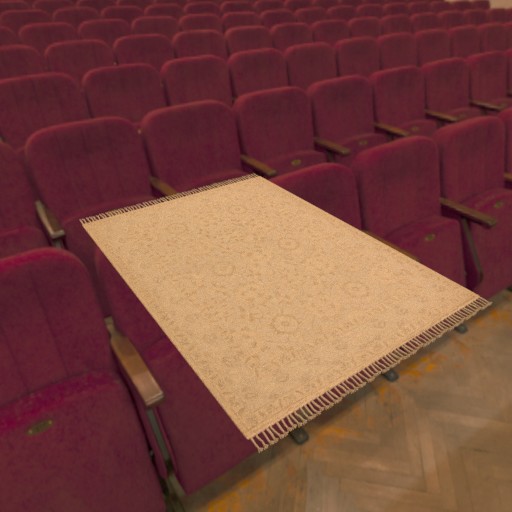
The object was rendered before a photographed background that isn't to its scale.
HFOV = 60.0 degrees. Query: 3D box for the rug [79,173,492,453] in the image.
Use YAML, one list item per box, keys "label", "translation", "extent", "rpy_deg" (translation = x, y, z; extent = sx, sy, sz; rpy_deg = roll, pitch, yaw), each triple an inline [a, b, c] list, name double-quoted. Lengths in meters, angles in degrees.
- label: "rug"
  translation: [0.000, 0.000, 2.208]
  extent: [1.223, 0.015, 1.771]
  rpy_deg: [-21, 38, -29]
